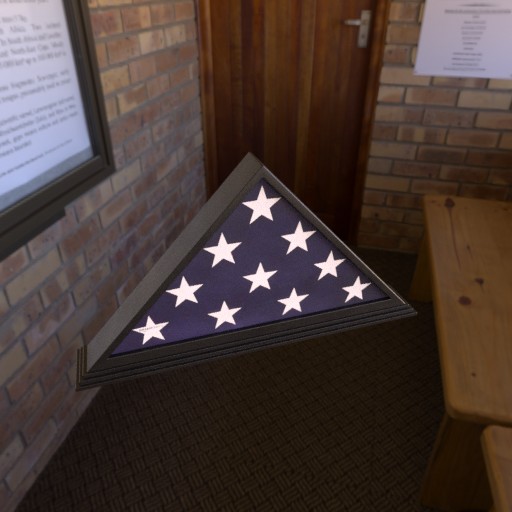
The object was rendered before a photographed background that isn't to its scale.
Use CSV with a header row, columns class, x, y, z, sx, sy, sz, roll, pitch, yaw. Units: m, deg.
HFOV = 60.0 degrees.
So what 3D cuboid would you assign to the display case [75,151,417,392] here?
class,x,y,z,sx,sy,sz,roll,pitch,yaw
display case,0.000,0.000,0.747,0.640,0.340,0.095,-10,33,-15
